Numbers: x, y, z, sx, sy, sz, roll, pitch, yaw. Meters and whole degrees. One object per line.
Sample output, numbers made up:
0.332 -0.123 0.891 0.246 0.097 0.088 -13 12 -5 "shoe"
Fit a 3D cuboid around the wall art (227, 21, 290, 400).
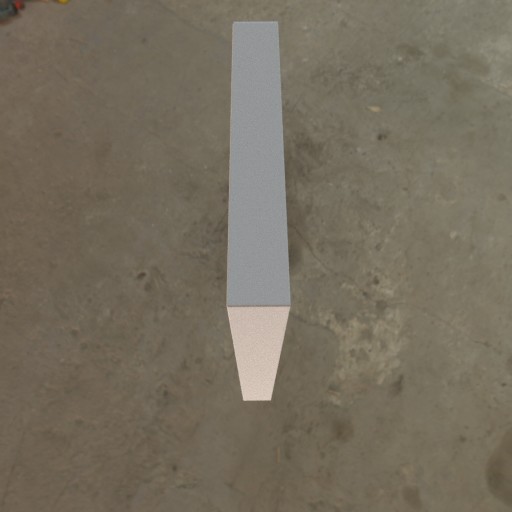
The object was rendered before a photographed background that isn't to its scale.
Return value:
0.000 0.000 0.488 0.039 0.381 0.252 0 64 0 "wall art"
